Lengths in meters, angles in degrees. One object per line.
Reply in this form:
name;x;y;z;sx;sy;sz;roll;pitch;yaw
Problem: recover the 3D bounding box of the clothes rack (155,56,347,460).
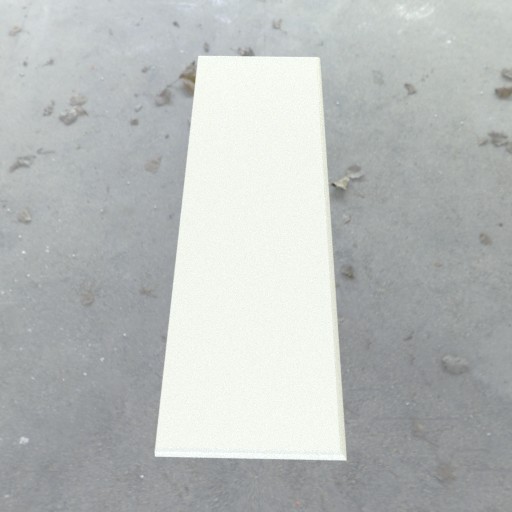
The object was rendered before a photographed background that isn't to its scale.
clothes rack;0.000;0.000;1.443;0.405;0.558;1.218;1;64;0
